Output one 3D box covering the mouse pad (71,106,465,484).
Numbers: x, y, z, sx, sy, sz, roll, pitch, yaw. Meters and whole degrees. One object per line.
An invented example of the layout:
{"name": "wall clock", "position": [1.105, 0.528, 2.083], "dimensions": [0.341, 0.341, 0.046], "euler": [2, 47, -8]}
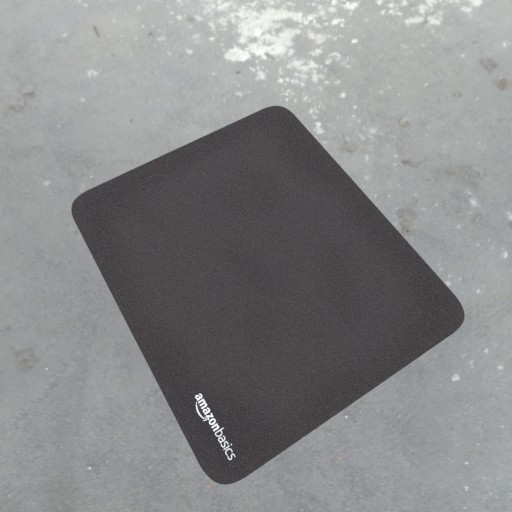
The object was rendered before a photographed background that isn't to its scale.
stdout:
{"name": "mouse pad", "position": [0.000, 0.000, 0.337], "dimensions": [0.211, 0.002, 0.249], "euler": [-29, 67, -14]}
